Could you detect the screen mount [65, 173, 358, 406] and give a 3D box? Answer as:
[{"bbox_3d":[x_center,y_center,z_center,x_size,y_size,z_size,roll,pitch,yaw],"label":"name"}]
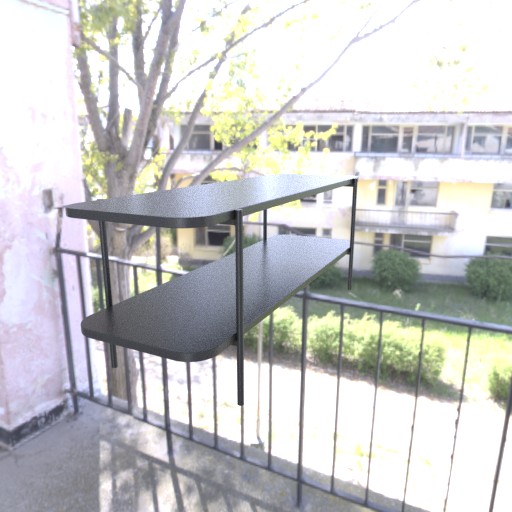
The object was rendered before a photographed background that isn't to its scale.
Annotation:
[{"bbox_3d":[0.000,0.000,1.435,0.400,0.447,1.200,7,16,26],"label":"screen mount"}]
